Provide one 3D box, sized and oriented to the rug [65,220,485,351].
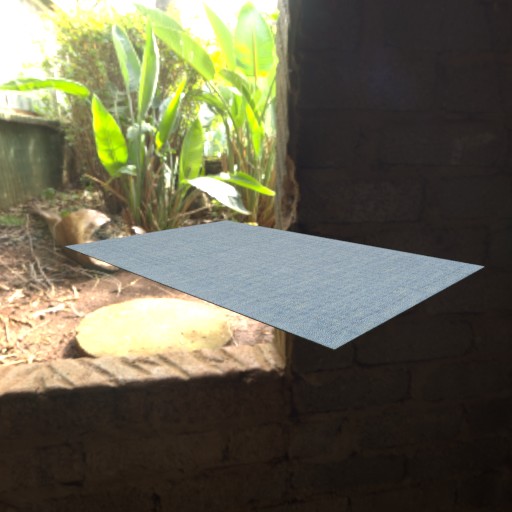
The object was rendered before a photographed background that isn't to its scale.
[{"bbox_3d":[0.000,0.000,2.866,2.286,0.006,1.522,14,20,43],"label":"rug"}]
